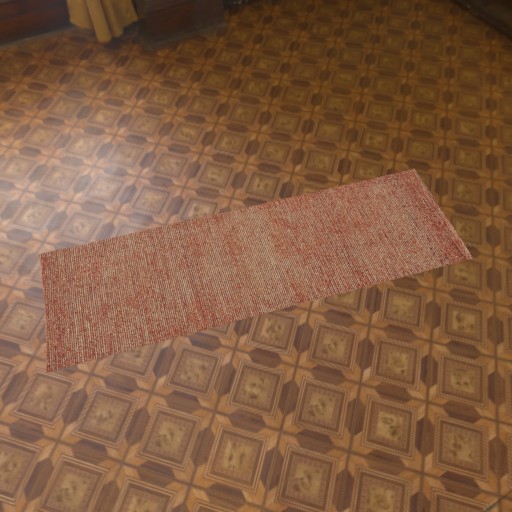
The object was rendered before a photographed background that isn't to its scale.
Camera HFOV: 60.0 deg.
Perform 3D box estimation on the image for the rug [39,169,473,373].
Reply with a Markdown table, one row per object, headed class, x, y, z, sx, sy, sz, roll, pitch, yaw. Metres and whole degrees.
| class | x | y | z | sx | sy | sz | roll | pitch | yaw |
| --- | --- | --- | --- | --- | --- | --- | --- | --- | --- |
| rug | 0.000 | 0.000 | 2.502 | 2.353 | 0.013 | 0.718 | -14 | 58 | -9 |
